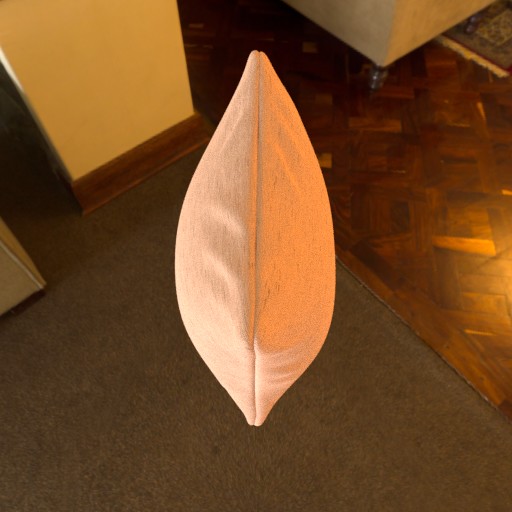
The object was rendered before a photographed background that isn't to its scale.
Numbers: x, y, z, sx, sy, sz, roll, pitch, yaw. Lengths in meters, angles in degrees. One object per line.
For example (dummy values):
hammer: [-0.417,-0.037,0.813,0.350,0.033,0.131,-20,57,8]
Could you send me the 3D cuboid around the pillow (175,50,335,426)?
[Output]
pillow: [0.000,0.000,0.682,0.246,0.415,0.432,1,60,0]
